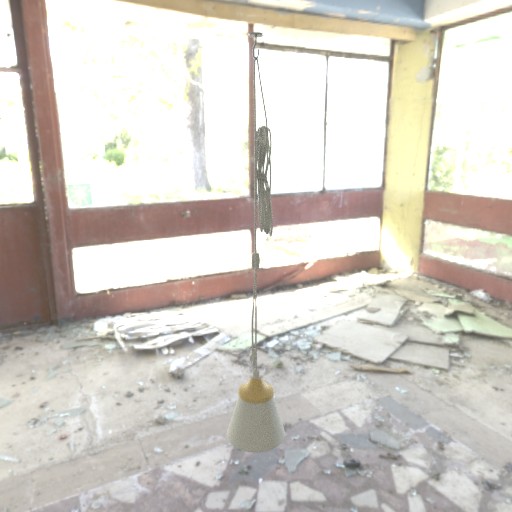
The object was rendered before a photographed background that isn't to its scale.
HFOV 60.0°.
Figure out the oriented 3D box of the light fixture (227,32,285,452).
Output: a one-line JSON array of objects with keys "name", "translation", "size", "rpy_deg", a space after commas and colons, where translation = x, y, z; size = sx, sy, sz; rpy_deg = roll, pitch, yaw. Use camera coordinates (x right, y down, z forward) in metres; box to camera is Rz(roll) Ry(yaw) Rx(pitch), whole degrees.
[{"name": "light fixture", "translation": [0.000, 0.000, 1.054], "size": [0.153, 0.966, 0.153], "rpy_deg": [2, 14, 8]}]
